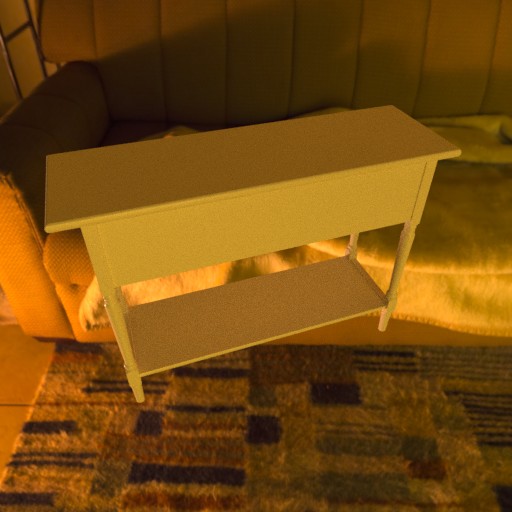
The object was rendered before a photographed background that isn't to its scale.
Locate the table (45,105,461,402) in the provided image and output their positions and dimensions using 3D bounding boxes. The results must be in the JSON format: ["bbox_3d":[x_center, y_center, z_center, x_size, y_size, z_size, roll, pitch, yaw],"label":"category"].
[{"bbox_3d":[0.000,0.000,1.590,1.191,0.814,0.386,-13,42,-15],"label":"table"}]
